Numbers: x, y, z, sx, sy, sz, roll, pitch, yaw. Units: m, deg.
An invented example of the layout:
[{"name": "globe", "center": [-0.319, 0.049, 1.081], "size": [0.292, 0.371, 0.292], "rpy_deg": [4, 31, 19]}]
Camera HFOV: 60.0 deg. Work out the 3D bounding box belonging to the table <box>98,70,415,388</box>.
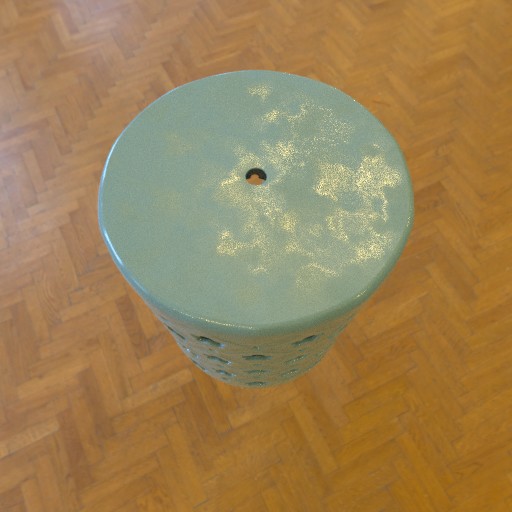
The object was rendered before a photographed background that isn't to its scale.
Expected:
[{"name": "table", "center": [0.000, 0.000, 0.657], "size": [0.352, 0.387, 0.352], "rpy_deg": [0, 63, 0]}]
